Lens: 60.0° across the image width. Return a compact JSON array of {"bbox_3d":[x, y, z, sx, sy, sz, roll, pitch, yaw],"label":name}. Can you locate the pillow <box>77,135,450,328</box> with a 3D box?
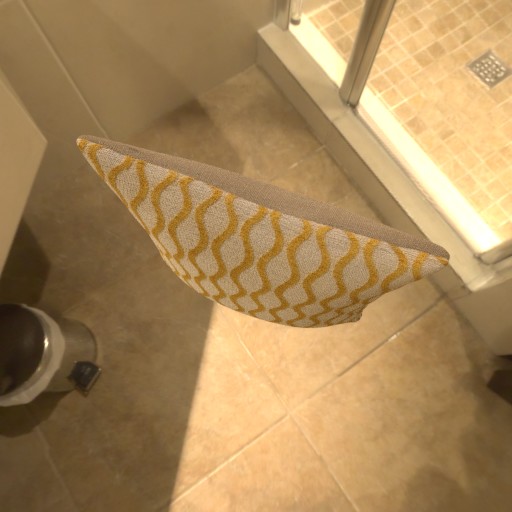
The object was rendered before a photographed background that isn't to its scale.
[{"bbox_3d":[0.000,0.000,0.680,0.429,0.436,0.159,18,75,5],"label":"pillow"}]
